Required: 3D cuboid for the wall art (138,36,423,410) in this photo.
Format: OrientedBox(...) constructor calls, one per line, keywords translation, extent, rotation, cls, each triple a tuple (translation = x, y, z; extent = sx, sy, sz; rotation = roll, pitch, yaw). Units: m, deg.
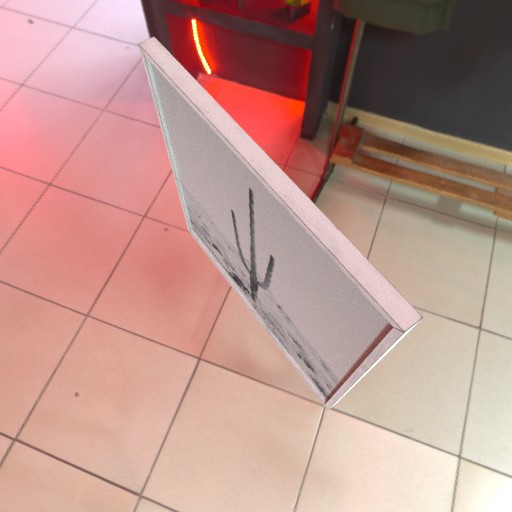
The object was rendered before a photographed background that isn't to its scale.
OrientedBox(translation=(0.000, 0.000, 1.114), extent=(0.038, 0.762, 0.762), rotation=(-33, 68, -16), cls="wall art")
